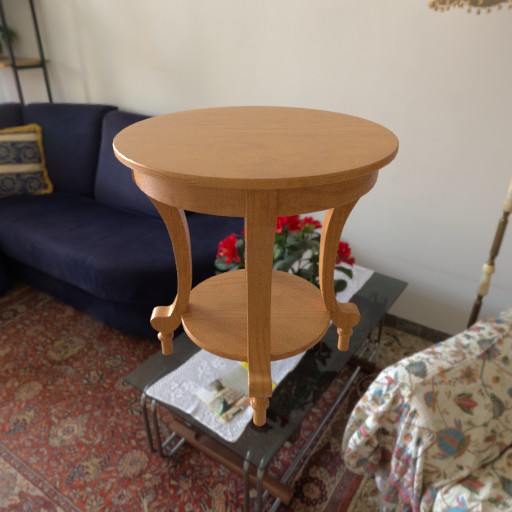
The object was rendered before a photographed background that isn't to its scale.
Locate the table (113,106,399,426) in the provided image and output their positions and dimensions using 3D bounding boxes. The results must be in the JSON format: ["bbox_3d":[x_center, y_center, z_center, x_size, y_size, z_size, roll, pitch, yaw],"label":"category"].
[{"bbox_3d":[0.000,0.000,1.108,0.597,0.612,0.597,0,29,0],"label":"table"}]
